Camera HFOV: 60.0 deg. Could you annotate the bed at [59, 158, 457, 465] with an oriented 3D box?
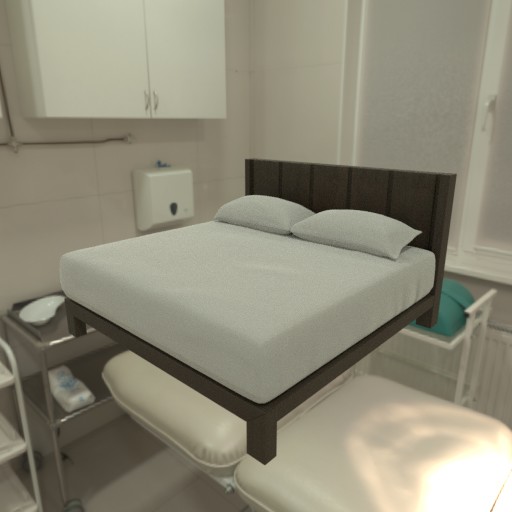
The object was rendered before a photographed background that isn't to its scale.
[{"bbox_3d":[0.000,0.000,3.495,2.143,1.261,2.238,15,23,40],"label":"bed"}]
